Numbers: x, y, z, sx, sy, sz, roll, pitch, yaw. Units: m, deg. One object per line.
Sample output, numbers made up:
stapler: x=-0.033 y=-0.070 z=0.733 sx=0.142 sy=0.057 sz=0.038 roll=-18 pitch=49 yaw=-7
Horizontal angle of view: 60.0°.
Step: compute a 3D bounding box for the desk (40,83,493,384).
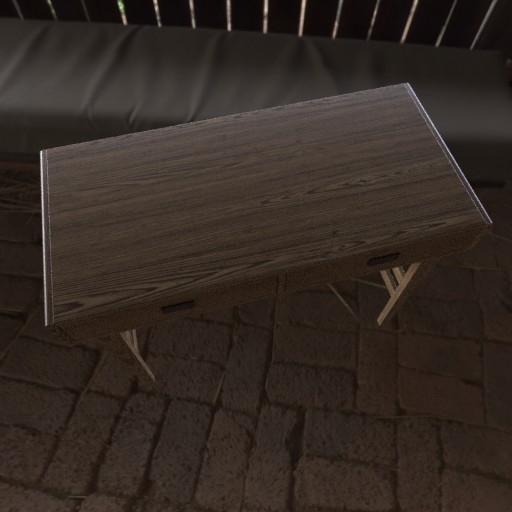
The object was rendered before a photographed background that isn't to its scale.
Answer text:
desk: x=0.000 y=0.000 z=1.458 sx=1.067 sy=0.755 sz=0.508 roll=-13 pitch=62 yaw=-7
